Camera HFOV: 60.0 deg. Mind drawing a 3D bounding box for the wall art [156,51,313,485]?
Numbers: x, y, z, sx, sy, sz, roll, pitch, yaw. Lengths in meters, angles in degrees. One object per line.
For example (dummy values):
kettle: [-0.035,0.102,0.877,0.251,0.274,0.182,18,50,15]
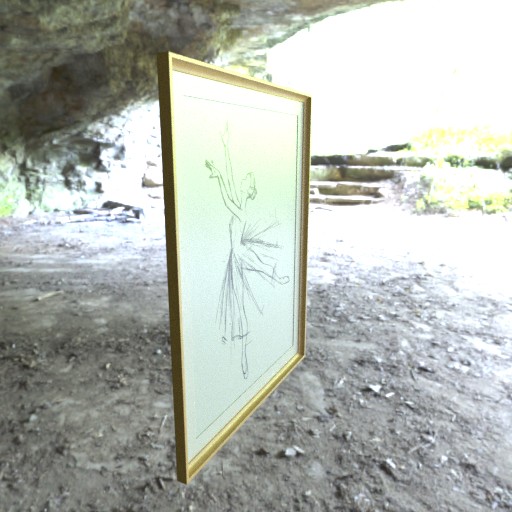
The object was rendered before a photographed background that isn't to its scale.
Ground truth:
wall art: [0.000,0.000,1.340,0.030,1.002,0.798,7,15,27]
